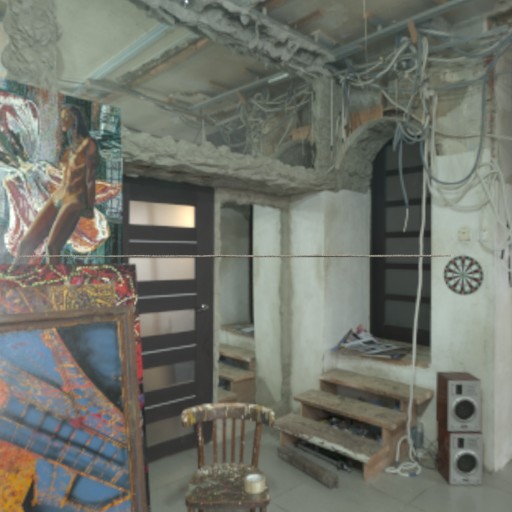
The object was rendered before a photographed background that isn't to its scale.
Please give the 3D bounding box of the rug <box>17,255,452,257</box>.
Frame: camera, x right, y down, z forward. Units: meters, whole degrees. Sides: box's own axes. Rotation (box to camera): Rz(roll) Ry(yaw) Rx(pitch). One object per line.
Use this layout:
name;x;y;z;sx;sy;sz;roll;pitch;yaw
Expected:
rug;0.000;0.000;4.071;3.061;0.022;2.468;0;0;17
